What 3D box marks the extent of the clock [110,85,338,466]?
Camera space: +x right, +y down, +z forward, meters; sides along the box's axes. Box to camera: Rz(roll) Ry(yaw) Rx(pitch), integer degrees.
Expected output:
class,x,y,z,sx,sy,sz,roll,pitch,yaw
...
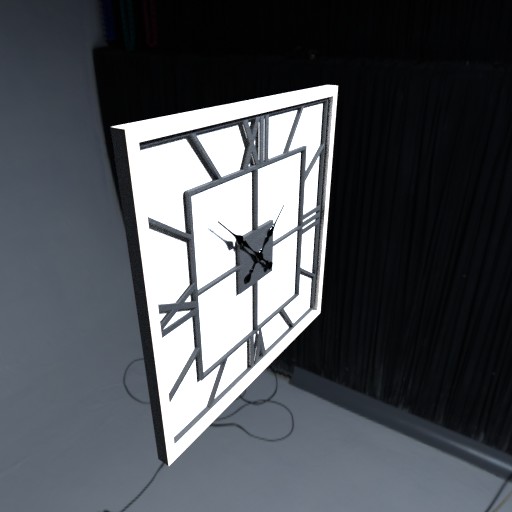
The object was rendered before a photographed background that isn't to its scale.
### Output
class,x,y,z,sx,sy,sz,roll,pitch,yaw
clock,0.000,0.000,1.056,0.032,0.705,0.705,17,31,30
